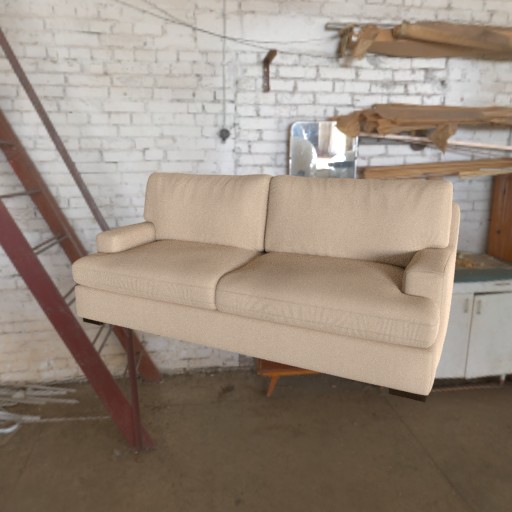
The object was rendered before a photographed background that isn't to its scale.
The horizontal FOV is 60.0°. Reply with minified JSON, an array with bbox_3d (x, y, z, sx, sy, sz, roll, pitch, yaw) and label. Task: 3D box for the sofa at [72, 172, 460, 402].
[{"bbox_3d":[0.000,0.000,2.637,2.147,0.925,0.929,7,15,26],"label":"sofa"}]
